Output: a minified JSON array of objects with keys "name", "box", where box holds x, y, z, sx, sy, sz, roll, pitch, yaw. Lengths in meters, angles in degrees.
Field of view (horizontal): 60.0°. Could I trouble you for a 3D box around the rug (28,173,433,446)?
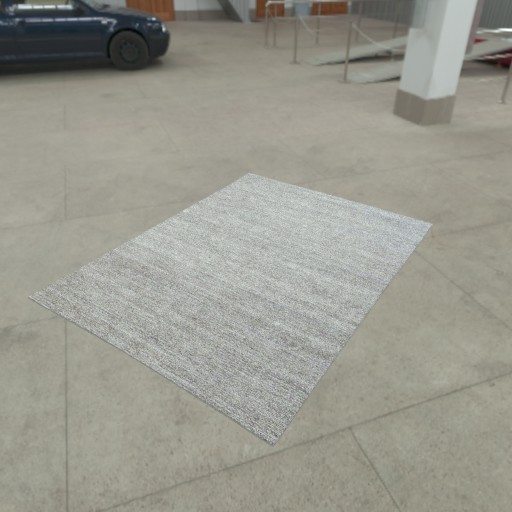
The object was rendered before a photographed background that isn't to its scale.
[{"name":"rug","box":[0.000,0.000,4.227,2.434,0.045,3.202,21,39,28]}]
